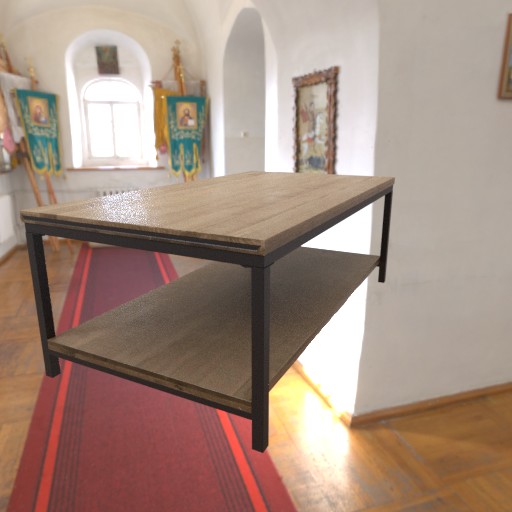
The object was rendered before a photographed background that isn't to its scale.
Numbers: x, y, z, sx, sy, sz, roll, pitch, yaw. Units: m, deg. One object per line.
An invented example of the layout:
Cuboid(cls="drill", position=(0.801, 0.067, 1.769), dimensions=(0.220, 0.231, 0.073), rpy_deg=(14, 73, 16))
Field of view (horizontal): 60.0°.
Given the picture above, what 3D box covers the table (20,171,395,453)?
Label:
Cuboid(cls="table", position=(0.000, 0.000, 1.314), dimensions=(0.574, 0.393, 1.062), rpy_deg=(8, 18, 26))
